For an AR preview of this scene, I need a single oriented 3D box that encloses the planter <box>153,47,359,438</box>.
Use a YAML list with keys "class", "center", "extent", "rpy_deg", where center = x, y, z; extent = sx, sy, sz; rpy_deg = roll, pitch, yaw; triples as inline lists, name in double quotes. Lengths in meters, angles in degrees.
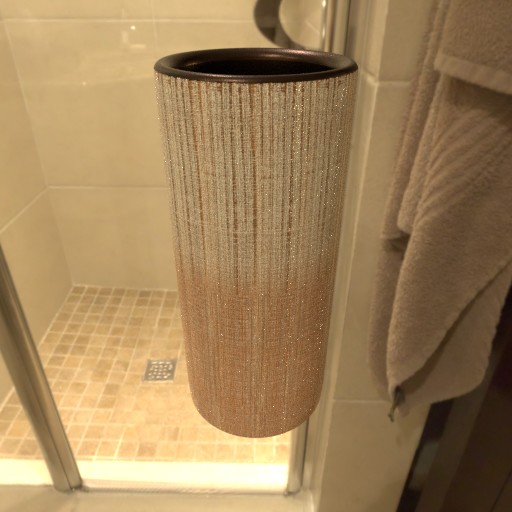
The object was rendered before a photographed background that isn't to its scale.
- class: "planter"
  center: [0.000, 0.000, 0.278]
  extent: [0.100, 0.227, 0.100]
  rpy_deg: [-21, 37, -30]
